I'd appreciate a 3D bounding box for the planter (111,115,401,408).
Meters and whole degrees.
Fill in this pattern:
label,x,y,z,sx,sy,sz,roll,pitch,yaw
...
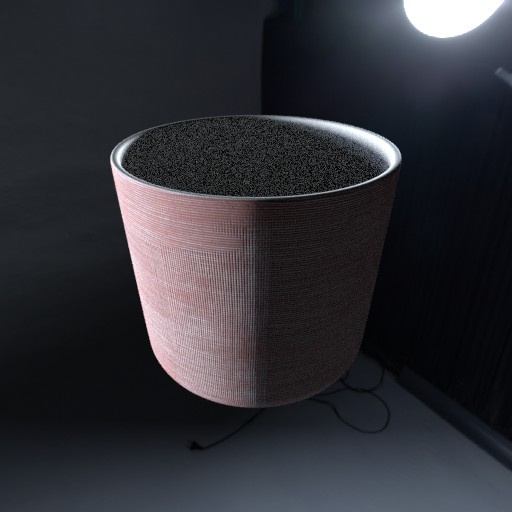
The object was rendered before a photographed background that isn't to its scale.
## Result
label,x,y,z,sx,sy,sz,roll,pitch,yaw
planter,0.000,0.000,0.794,0.440,0.398,0.440,0,30,0
